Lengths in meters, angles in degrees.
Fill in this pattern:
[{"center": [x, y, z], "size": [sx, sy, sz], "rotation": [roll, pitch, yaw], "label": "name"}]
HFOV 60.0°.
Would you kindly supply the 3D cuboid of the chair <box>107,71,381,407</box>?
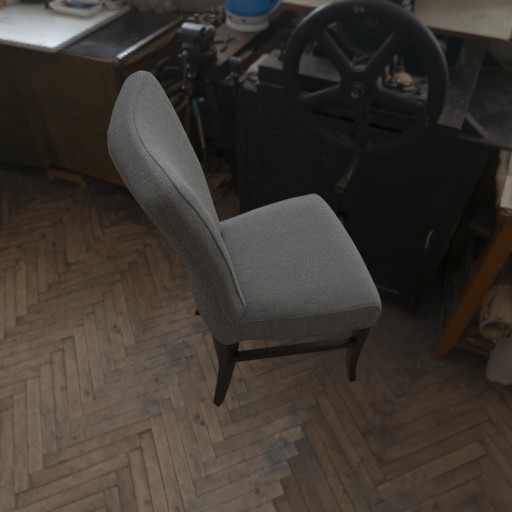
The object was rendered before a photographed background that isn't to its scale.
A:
[{"center": [0.000, 0.000, 1.343], "size": [0.660, 0.991, 0.520], "rotation": [-11, 48, -10], "label": "chair"}]
